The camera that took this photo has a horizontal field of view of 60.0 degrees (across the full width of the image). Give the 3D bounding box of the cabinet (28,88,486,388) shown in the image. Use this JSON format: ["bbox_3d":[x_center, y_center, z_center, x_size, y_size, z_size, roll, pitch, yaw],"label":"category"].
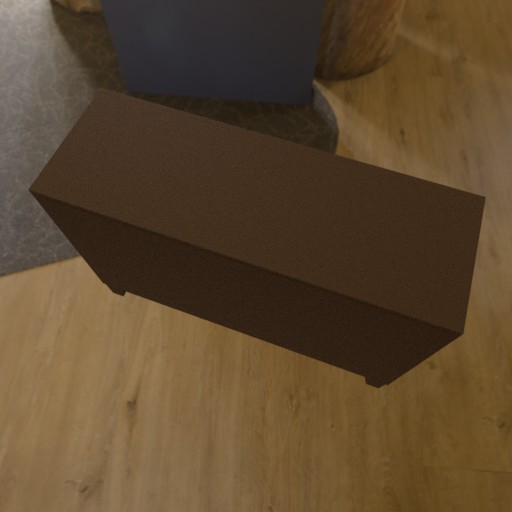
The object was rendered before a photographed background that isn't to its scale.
[{"bbox_3d":[0.000,0.000,1.840,1.396,0.914,0.482,18,65,9],"label":"cabinet"}]
